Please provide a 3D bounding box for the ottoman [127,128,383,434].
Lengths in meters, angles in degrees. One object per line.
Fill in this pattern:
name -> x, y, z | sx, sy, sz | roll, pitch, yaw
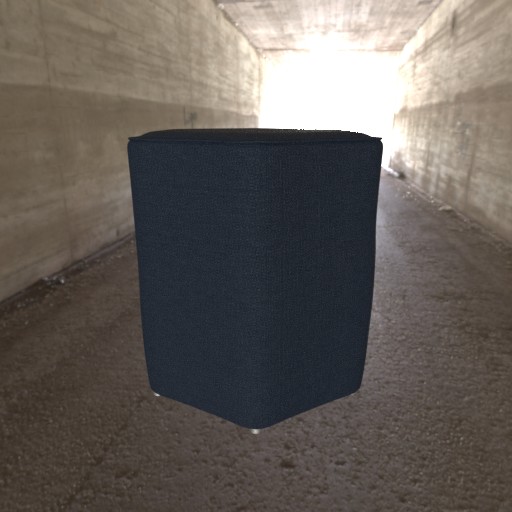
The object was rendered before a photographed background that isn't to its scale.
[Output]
ottoman -> 0.000, 0.000, 0.921 | 0.492, 0.505, 0.454 | -8, 19, -25
